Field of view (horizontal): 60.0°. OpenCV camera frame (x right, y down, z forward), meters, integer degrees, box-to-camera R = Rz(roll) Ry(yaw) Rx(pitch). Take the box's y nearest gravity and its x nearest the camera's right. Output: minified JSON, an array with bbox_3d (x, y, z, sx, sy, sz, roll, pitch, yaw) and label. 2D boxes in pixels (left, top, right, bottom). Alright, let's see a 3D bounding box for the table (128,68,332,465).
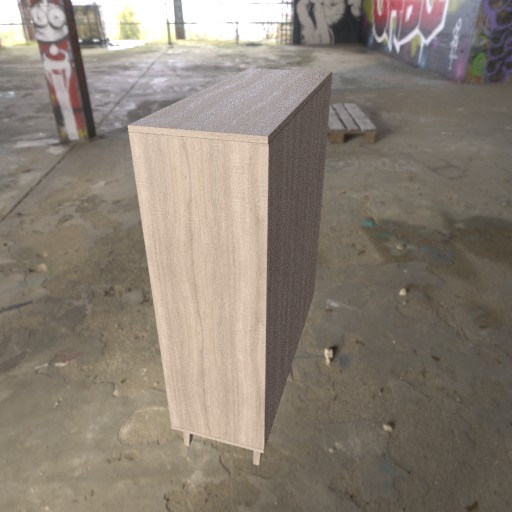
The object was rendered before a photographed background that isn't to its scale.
[{"bbox_3d":[0.000,0.000,1.964,0.398,1.388,1.111,9,32,14],"label":"table"}]
